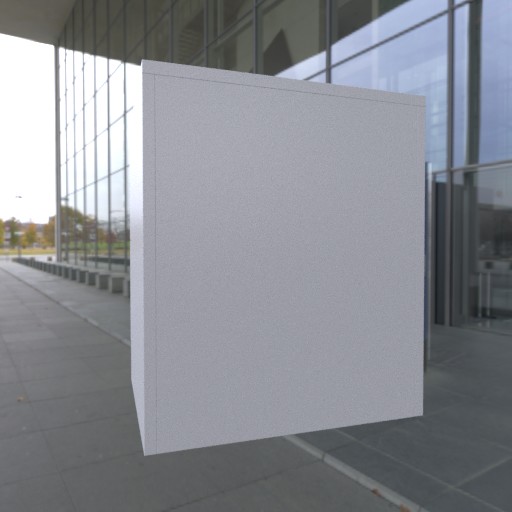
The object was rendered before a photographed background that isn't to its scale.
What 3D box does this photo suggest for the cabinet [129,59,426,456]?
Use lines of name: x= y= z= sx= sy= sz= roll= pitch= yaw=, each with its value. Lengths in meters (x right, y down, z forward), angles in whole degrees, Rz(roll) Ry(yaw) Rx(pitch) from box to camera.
cabinet: x=0.000 y=0.000 z=0.757 sx=0.400 sy=0.470 sz=0.360 roll=0 pitch=1 yaw=-18
